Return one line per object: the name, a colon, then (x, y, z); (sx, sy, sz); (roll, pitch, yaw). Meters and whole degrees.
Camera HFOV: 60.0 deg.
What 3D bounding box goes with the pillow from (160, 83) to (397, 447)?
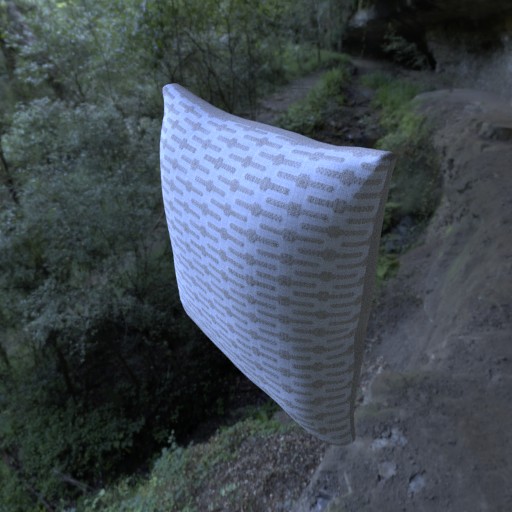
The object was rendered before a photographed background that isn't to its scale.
pillow: (0.000, 0.000, 0.757); (0.219, 0.491, 0.496); (-21, 37, -31)
